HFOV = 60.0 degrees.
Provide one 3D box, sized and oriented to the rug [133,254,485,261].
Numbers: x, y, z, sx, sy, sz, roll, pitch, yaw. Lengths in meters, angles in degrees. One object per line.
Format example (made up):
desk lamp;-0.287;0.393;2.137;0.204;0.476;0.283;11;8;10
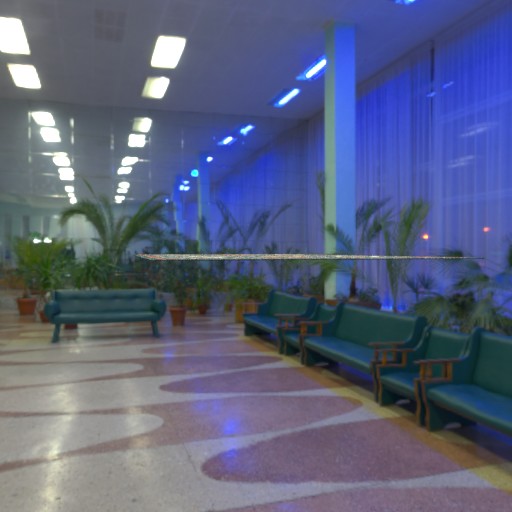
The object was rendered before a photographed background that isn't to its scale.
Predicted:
rug;0.000;0.000;4.223;2.190;0.008;3.371;0;1;-17
